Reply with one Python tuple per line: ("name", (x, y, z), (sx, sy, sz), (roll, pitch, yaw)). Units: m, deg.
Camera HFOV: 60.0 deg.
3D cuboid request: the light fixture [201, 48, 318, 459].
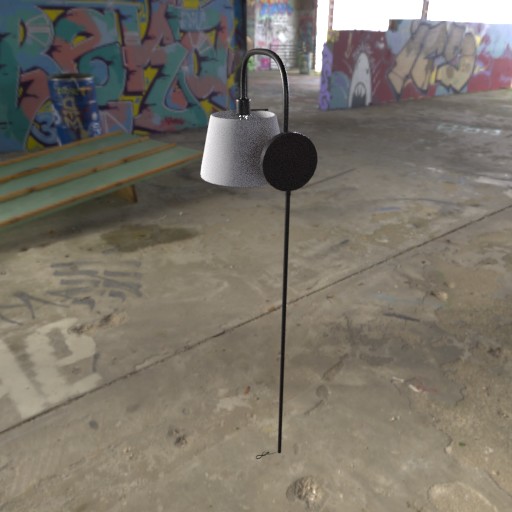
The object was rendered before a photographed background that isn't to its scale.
("light fixture", (0.000, 0.000, 0.470), (0.092, 0.399, 0.176), (-8, 27, -16))
